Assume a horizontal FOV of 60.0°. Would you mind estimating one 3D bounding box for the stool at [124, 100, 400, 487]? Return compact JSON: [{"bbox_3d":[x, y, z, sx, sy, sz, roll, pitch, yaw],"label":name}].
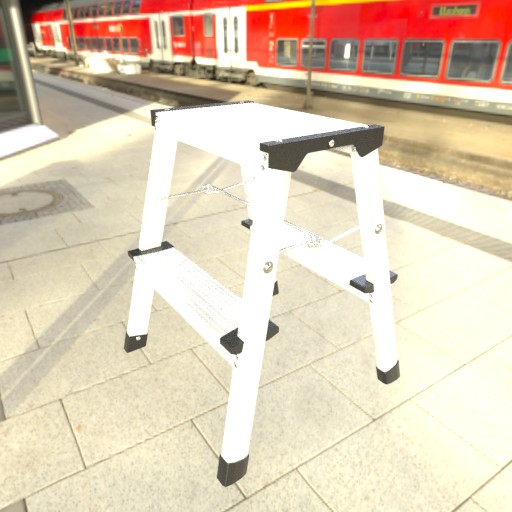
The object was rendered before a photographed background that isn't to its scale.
[{"bbox_3d":[0.000,0.000,0.791,0.405,0.480,0.404,-18,32,-32],"label":"stool"}]
